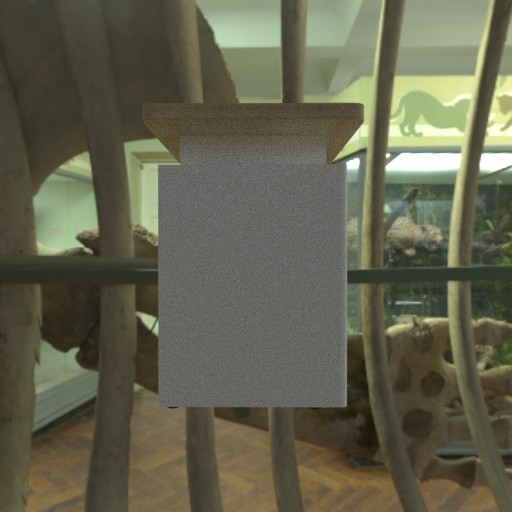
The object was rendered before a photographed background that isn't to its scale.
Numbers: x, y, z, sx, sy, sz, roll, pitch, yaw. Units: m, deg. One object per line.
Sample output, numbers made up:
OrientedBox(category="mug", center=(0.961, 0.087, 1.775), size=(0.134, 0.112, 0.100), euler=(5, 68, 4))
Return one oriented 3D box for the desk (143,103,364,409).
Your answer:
OrientedBox(category="desk", center=(0.000, 0.000, 1.828), size=(0.550, 0.755, 1.500), euler=(0, 0, 1))
